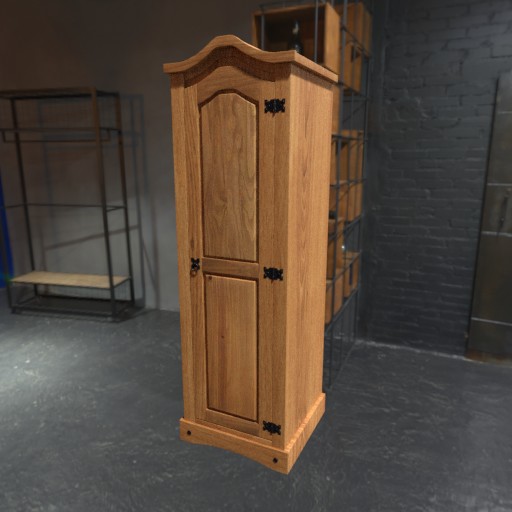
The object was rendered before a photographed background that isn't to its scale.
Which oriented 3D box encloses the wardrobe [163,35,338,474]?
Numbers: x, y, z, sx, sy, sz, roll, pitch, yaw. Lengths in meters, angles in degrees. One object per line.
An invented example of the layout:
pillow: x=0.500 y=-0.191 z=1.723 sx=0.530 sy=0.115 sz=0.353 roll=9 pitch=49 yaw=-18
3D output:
wardrobe: x=0.000 y=0.000 z=2.177 sx=0.590 sy=1.870 sz=0.570 roll=6 pitch=14 yaw=25
